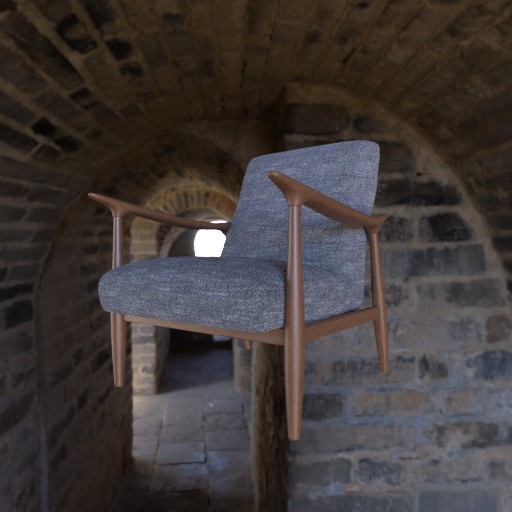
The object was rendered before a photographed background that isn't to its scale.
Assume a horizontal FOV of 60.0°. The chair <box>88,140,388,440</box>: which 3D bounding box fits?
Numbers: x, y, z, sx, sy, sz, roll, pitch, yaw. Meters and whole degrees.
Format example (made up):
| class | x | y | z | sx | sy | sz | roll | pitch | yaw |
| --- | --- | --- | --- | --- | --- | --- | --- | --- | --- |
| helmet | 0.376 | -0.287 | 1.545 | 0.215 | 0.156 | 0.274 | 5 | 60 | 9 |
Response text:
| class | x | y | z | sx | sy | sz | roll | pitch | yaw |
| --- | --- | --- | --- | --- | --- | --- | --- | --- | --- |
| chair | 0.000 | 0.000 | 1.459 | 0.741 | 0.832 | 0.798 | 1 | 2 | 36 |
